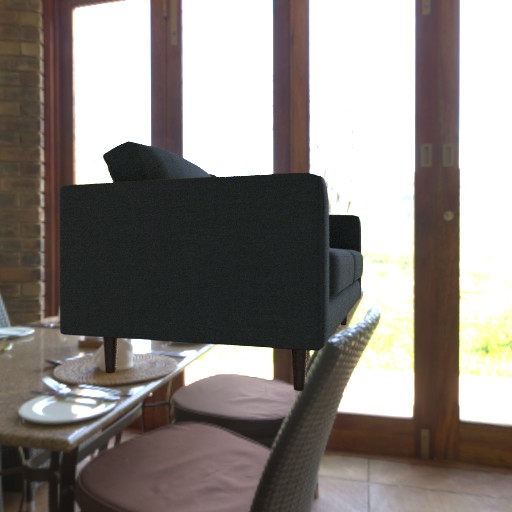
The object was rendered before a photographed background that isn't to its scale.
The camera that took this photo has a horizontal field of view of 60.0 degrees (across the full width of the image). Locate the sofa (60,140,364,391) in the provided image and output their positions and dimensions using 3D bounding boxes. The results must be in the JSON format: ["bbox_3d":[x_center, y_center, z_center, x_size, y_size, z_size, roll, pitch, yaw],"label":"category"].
[{"bbox_3d":[0.000,0.000,2.267,0.999,0.907,1.659,0,0,17],"label":"sofa"}]
